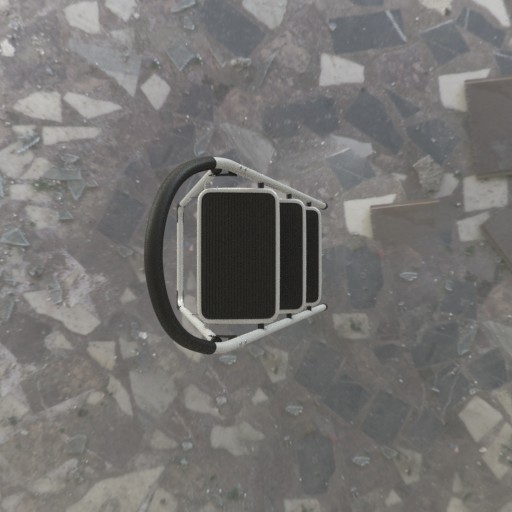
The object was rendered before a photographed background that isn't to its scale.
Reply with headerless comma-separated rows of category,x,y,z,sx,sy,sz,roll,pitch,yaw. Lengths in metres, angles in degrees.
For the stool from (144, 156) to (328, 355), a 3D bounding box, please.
stool,0.000,0.000,1.441,0.676,1.109,0.485,0,90,-2
